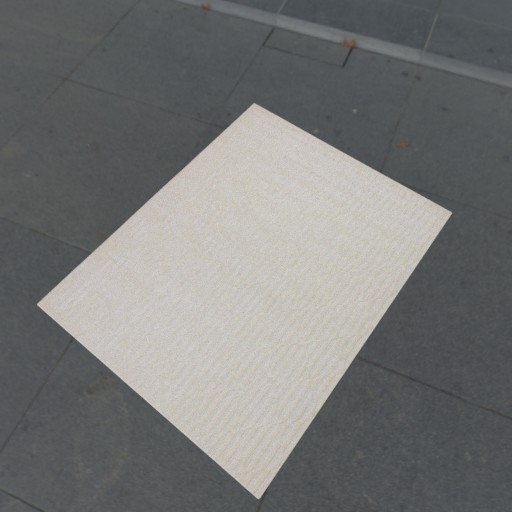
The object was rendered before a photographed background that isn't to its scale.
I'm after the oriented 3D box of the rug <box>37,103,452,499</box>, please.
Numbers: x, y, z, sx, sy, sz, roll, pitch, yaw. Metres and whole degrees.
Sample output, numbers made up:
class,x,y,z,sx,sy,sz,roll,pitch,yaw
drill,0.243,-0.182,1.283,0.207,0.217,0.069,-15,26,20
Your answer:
class,x,y,z,sx,sy,sz,roll,pitch,yaw
rug,0.000,0.000,4.037,2.410,0.021,3.055,34,67,17
